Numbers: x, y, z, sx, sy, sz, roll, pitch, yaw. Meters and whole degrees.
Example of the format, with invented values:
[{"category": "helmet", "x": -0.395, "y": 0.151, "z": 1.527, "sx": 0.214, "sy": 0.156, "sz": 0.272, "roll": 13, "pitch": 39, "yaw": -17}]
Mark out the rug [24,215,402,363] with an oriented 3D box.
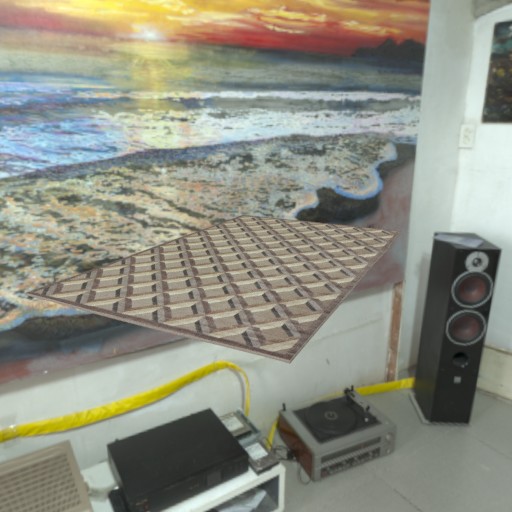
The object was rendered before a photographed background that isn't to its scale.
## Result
[{"category": "rug", "x": 0.000, "y": 0.000, "z": 2.110, "sx": 1.066, "sy": 0.011, "sz": 1.677, "roll": 8, "pitch": 18, "yaw": 26}]
